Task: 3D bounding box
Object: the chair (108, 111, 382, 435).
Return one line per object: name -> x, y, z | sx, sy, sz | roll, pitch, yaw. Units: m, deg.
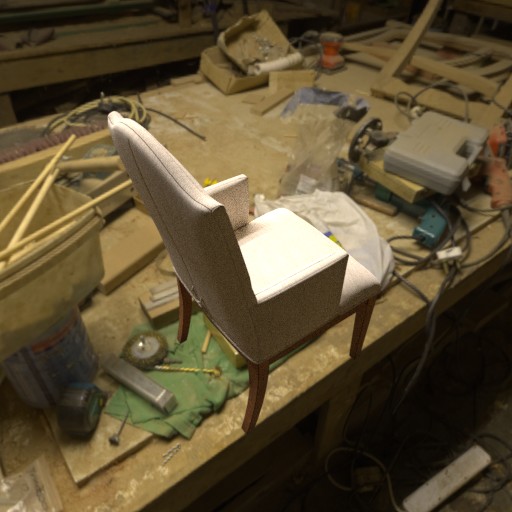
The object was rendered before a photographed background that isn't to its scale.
chair -> 0.000, 0.000, 1.368 | 0.641, 1.016, 0.533 | -26, 48, -26
